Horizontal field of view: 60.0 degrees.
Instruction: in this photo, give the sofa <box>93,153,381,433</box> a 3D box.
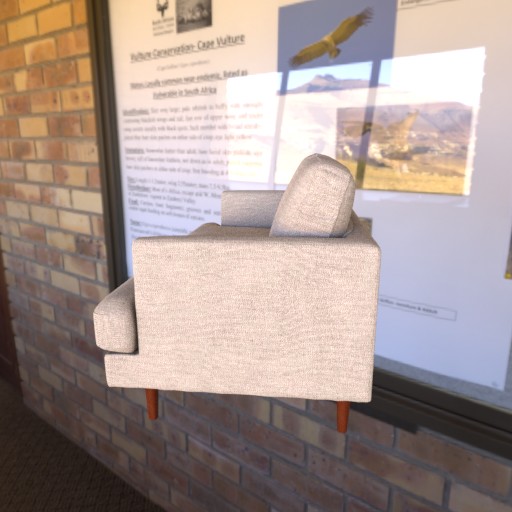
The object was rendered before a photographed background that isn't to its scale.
[{"bbox_3d":[0.000,0.000,2.109,0.903,0.944,1.582,2,14,6],"label":"sofa"}]
